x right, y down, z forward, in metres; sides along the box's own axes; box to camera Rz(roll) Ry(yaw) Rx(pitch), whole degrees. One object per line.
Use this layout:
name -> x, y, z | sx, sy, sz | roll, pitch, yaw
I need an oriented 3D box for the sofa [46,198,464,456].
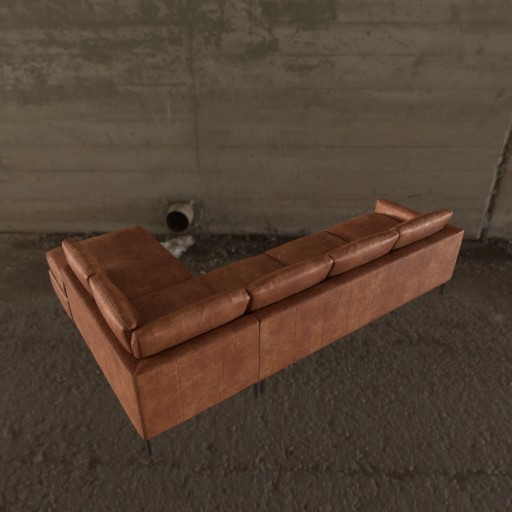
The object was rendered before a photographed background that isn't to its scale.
sofa -> 0.000, 0.000, 3.797 | 2.984, 0.877, 1.938 | -20, 36, -30
